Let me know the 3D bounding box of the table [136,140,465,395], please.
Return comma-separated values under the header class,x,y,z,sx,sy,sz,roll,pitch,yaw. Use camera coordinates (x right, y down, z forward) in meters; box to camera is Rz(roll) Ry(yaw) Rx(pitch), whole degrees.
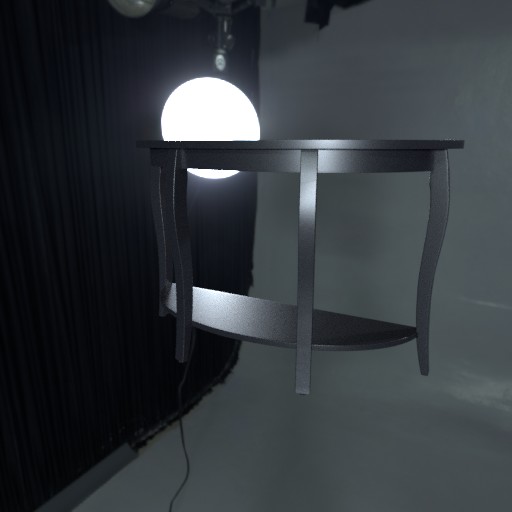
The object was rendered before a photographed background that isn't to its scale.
class,x,y,z,sx,sy,sz,roll,pitch,yaw
table,0.000,0.000,1.544,1.219,0.780,0.394,7,16,27
